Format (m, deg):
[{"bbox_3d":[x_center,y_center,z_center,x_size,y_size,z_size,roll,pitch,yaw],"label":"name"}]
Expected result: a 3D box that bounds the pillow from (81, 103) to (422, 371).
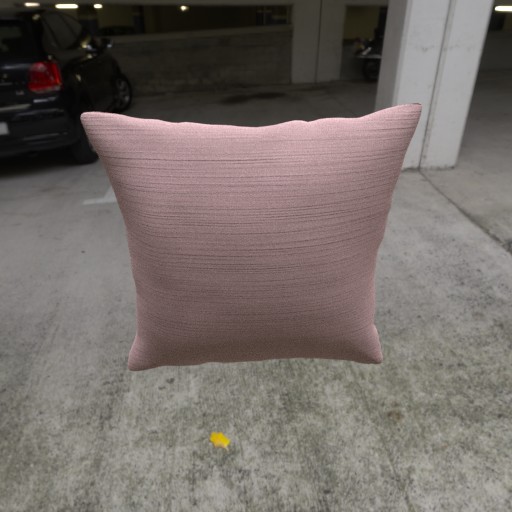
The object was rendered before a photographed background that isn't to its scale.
[{"bbox_3d":[0.000,0.000,0.713,0.470,0.464,0.175,-2,30,-3],"label":"pillow"}]
